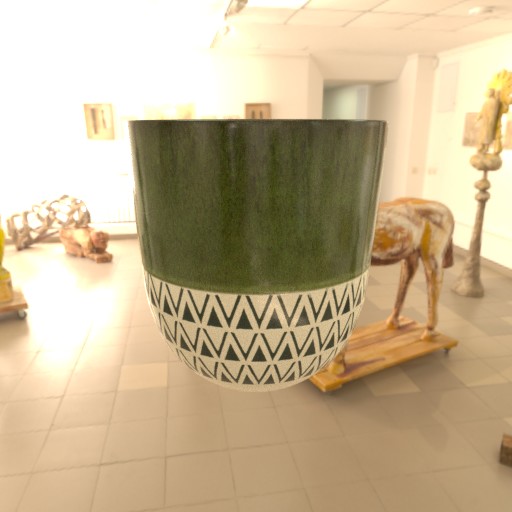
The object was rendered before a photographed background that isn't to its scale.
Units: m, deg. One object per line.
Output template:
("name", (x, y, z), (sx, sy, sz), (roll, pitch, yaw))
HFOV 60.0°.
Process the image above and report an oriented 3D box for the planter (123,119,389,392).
("planter", (0.000, 0.000, 0.462), (0.245, 0.270, 0.245), (0, 16, 0))
